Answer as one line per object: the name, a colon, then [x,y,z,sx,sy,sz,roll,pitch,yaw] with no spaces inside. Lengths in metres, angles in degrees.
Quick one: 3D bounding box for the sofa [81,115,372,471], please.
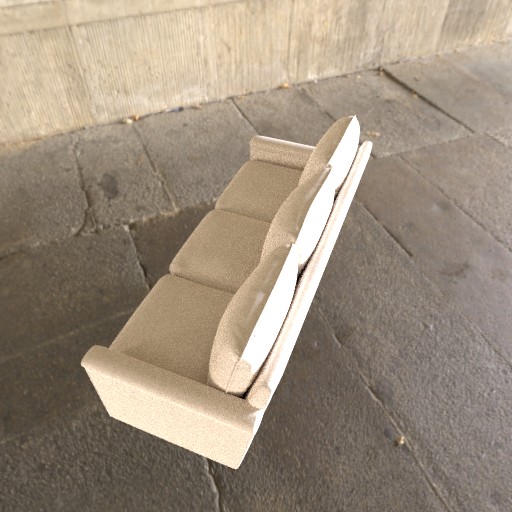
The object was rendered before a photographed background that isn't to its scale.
sofa: [0.000,0.000,2.425,0.828,0.961,1.925,16,48,15]
